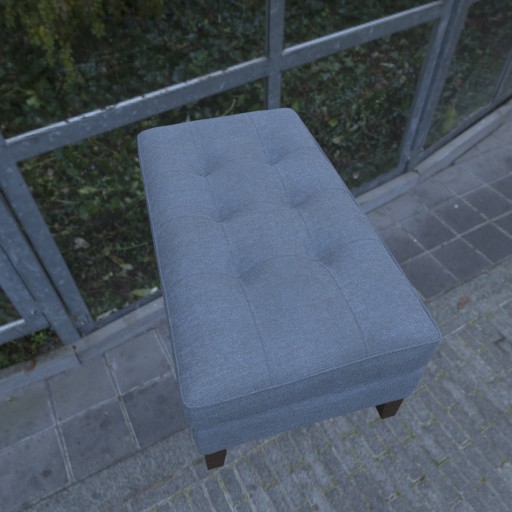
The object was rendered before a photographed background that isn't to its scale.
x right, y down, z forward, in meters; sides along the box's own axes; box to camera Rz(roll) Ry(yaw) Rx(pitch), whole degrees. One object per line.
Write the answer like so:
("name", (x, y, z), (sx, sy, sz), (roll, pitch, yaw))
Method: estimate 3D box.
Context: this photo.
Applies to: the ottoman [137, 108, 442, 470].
("ottoman", (0.000, 0.000, 1.506), (0.648, 0.514, 1.143), (-12, 48, -11))
